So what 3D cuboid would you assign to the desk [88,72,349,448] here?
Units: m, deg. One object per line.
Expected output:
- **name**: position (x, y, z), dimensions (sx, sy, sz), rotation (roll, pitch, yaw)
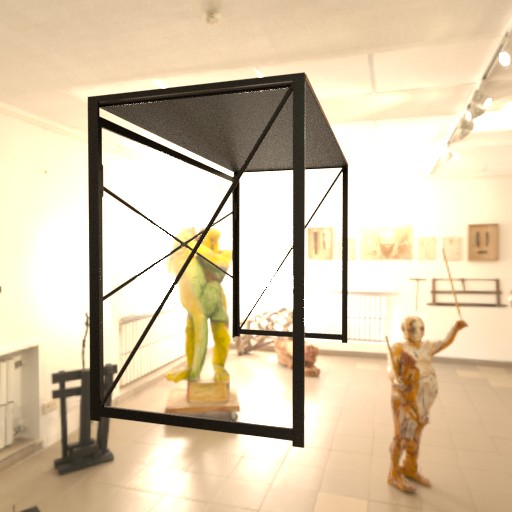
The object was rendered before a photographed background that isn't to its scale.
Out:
- **desk**: position (0.000, 0.000, 1.438), dimensions (0.505, 0.747, 1.015), rotation (0, 1, 16)
